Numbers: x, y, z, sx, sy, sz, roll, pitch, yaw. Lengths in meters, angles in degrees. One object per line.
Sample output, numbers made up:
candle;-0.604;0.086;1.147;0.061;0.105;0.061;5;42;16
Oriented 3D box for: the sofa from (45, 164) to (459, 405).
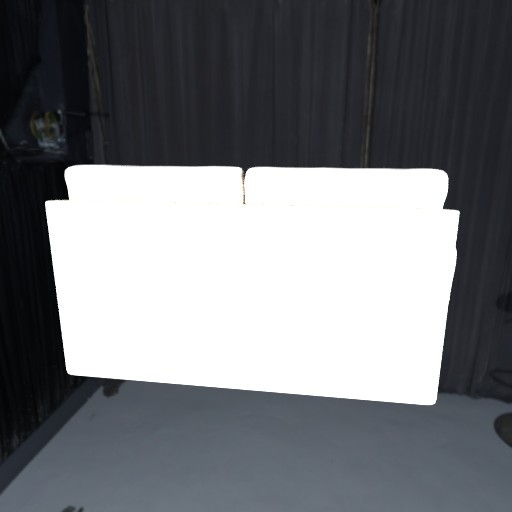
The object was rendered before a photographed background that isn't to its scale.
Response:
sofa;0.000;0.000;2.260;1.727;0.940;0.991;2;16;8
